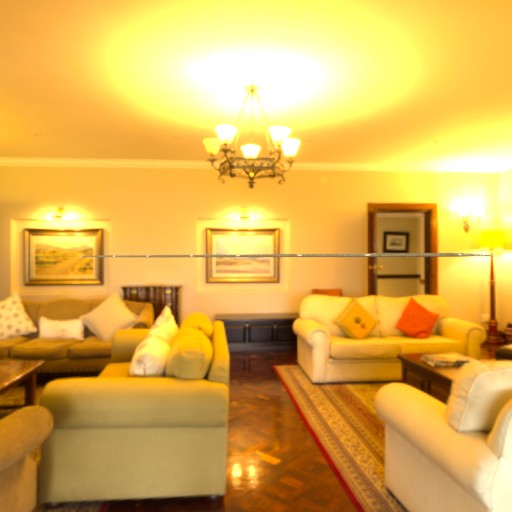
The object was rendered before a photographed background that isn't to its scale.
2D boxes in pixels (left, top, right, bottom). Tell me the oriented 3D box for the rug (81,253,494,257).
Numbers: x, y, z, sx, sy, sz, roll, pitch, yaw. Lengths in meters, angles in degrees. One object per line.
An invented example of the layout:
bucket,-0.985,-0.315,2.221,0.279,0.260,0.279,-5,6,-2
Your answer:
rug,0.000,0.000,2.690,2.464,0.012,0.773,0,0,36
